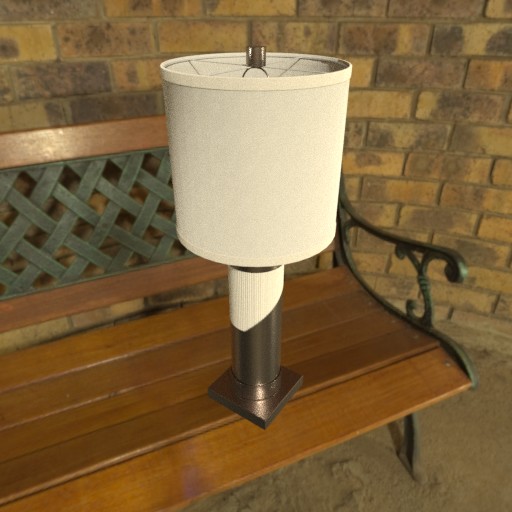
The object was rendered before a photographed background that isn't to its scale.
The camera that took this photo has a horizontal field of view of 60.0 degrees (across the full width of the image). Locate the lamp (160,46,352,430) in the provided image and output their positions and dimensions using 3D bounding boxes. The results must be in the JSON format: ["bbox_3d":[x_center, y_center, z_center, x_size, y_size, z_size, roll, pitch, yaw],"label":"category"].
[{"bbox_3d":[0.000,0.000,0.594,0.202,0.509,0.202,20,36,30],"label":"lamp"}]
